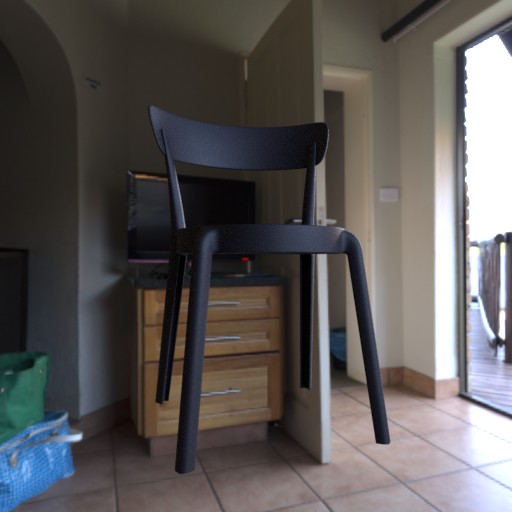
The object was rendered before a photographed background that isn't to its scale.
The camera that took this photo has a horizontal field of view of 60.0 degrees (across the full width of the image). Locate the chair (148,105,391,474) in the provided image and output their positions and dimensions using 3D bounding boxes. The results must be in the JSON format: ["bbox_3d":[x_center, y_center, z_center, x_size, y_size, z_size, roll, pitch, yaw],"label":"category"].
[{"bbox_3d":[0.000,0.000,1.094,0.506,0.790,0.491,0,0,-17],"label":"chair"}]
